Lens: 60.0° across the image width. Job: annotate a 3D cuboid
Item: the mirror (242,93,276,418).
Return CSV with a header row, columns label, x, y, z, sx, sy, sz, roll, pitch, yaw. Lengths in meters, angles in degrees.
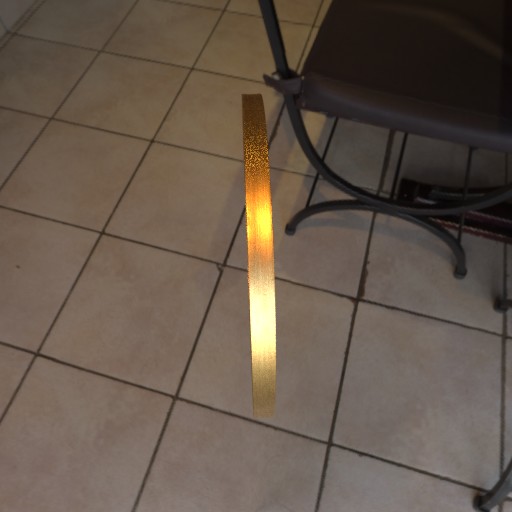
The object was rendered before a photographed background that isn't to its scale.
label,x,y,z,sx,sy,sz,roll,pitch,yaw
mirror,0.000,0.000,0.822,0.032,0.565,0.565,-2,60,-1
